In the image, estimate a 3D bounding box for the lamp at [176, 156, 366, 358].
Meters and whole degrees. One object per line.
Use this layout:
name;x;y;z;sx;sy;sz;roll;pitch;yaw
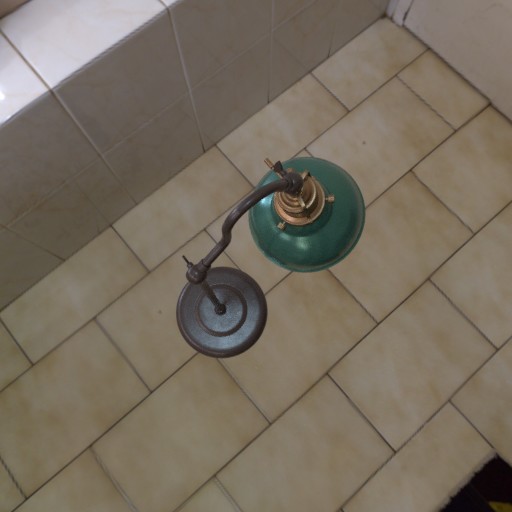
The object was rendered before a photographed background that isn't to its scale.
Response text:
lamp;0.000;0.000;0.699;0.374;0.508;0.192;-37;79;-9
